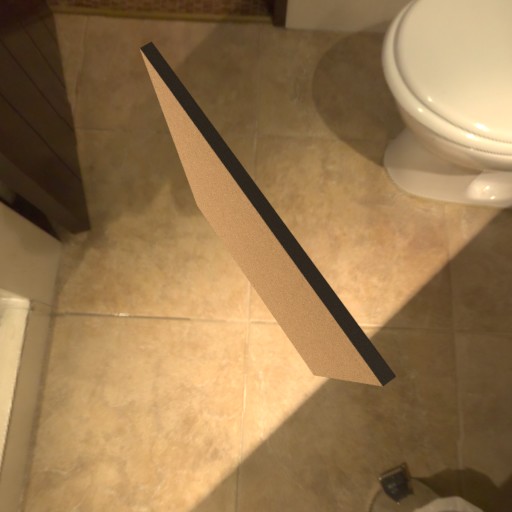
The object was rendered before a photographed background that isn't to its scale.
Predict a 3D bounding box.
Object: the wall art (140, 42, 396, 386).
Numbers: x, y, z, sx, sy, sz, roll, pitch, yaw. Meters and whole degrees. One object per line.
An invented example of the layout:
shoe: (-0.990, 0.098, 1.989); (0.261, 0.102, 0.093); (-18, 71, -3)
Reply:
wall art: (0.000, 0.000, 1.197); (0.028, 0.863, 0.755); (-33, 78, -8)
